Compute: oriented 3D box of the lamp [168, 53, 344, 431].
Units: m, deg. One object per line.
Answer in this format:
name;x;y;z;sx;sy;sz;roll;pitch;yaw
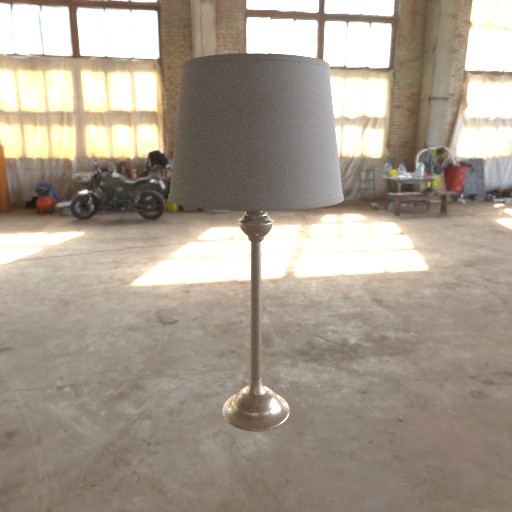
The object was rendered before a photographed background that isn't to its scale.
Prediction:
lamp;0.000;0.000;0.880;0.331;0.698;0.331;0;15;0
